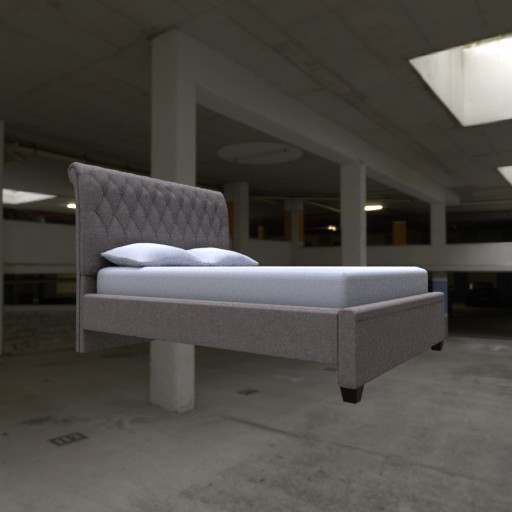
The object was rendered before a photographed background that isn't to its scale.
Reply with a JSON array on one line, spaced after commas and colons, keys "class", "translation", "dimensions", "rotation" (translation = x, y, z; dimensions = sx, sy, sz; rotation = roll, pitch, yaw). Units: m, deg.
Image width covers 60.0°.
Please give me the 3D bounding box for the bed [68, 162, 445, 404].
[{"class": "bed", "translation": [0.000, 0.000, 3.263], "dimensions": [2.252, 1.371, 1.645], "rotation": [-1, -2, 36]}]
